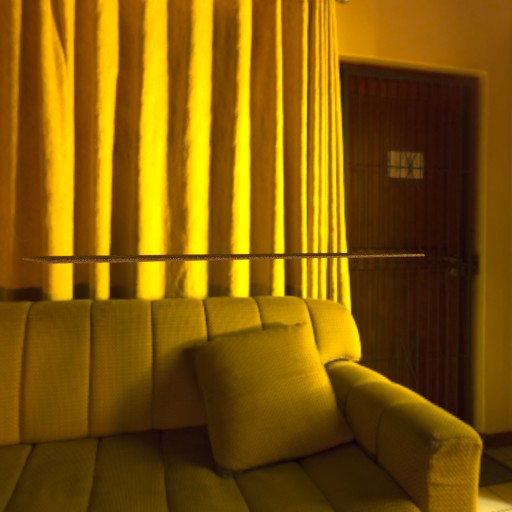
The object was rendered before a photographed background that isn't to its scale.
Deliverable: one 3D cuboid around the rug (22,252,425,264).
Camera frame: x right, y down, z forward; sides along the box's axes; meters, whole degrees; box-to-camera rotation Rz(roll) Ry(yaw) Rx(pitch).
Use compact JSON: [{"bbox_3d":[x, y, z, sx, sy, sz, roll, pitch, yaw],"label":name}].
[{"bbox_3d":[0.000,0.000,2.534,2.297,0.019,0.659,-1,1,-36],"label":"rug"}]
